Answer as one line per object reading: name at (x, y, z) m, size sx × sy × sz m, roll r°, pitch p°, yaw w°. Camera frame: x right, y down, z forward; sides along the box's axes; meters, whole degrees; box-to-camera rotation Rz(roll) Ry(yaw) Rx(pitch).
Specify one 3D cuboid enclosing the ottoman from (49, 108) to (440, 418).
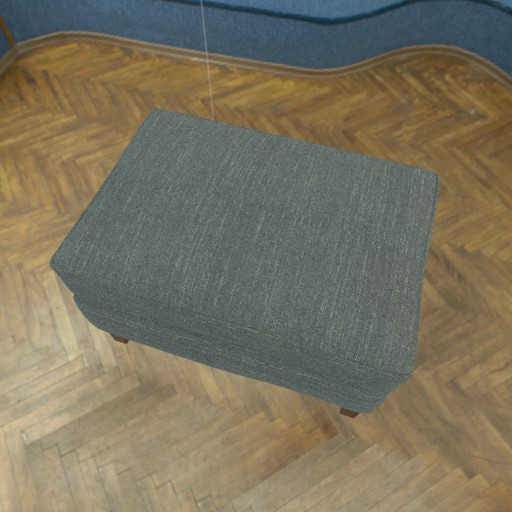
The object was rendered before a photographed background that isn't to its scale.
ottoman at (0.000, 0.000, 0.994) m, size 0.686 × 0.406 × 0.508 m, roll 16°, pitch 60°, yaw 9°
